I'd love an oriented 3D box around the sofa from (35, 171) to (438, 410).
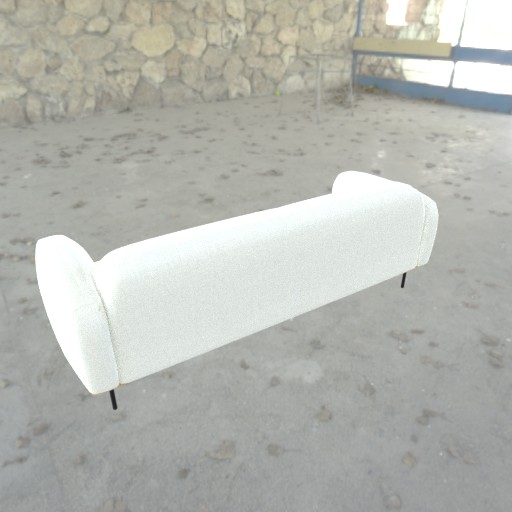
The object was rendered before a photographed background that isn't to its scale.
[{"bbox_3d":[0.000,0.000,2.606,2.280,0.780,0.870,-17,32,-29],"label":"sofa"}]
